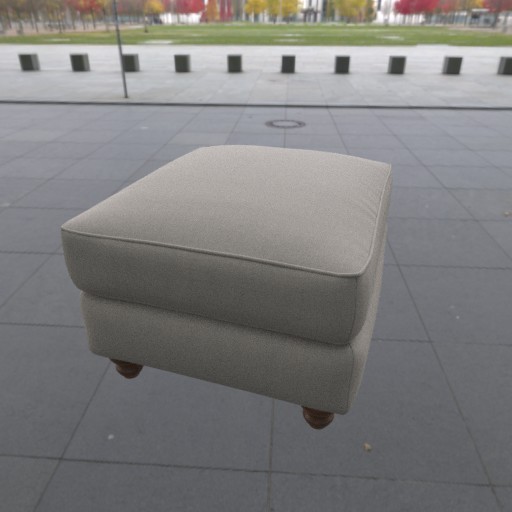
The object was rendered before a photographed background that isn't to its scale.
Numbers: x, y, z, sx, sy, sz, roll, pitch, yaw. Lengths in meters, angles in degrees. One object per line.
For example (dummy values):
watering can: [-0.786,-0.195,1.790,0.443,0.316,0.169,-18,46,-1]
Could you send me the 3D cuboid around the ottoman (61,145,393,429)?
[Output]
ottoman: [0.000,0.000,1.190,0.662,0.505,0.716,9,29,17]
